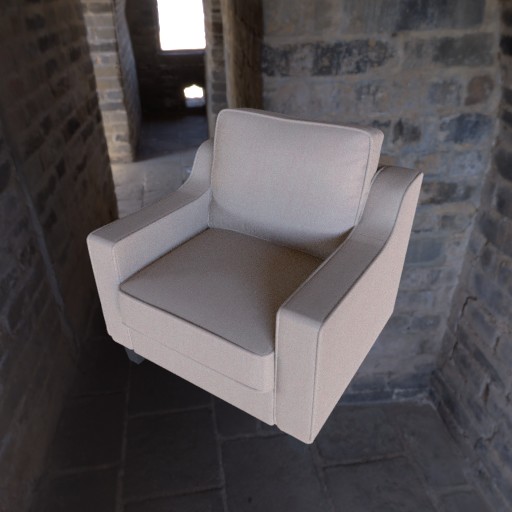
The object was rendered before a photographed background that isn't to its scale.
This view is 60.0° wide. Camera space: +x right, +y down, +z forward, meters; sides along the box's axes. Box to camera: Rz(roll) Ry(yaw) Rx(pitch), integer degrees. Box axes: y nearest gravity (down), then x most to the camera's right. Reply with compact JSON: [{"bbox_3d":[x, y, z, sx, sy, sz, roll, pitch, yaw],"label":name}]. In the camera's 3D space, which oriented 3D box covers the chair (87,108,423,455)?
[{"bbox_3d":[0.000,0.000,1.694,0.922,0.948,0.882,18,35,28],"label":"chair"}]
